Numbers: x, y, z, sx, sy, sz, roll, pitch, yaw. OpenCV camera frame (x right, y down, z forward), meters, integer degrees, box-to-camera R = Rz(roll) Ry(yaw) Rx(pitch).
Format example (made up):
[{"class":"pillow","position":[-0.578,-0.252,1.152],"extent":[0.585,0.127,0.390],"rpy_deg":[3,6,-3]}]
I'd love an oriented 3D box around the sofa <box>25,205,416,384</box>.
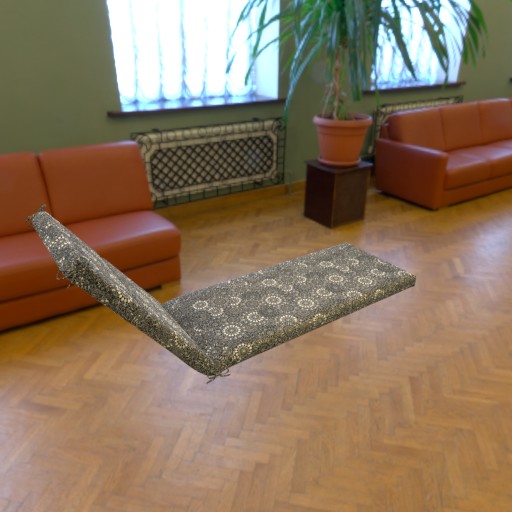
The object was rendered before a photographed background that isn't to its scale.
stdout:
[{"class":"sofa","position":[0.000,0.000,1.932],"extent":[1.663,0.622,0.582],"rpy_deg":[-17,31,-30]}]
